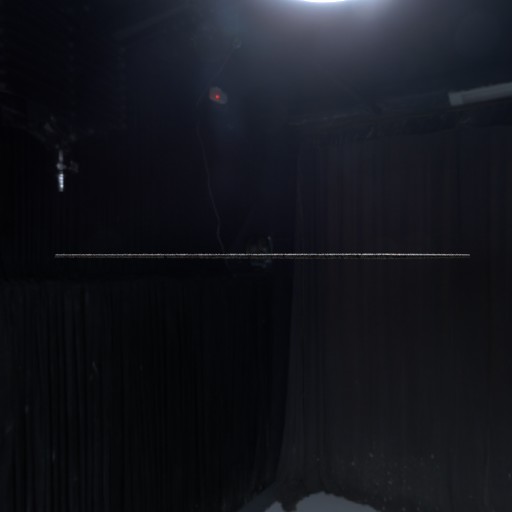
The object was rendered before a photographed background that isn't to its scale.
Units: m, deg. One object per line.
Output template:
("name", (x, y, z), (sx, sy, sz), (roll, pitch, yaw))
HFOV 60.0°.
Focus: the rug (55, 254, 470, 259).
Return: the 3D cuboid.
("rug", (0.000, 0.000, 2.219), (1.761, 0.014, 1.143), (0, 0, 36))
